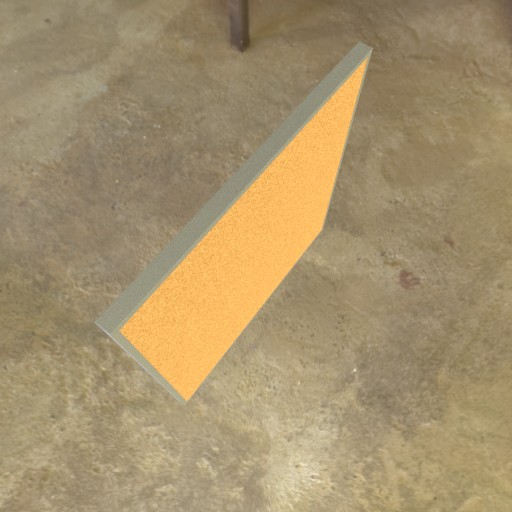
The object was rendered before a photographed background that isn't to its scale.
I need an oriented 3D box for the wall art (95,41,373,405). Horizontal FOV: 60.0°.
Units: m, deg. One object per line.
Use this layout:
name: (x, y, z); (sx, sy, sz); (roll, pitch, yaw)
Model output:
wall art: (0.000, 0.000, 1.200); (0.038, 0.807, 0.809); (34, 69, 15)
